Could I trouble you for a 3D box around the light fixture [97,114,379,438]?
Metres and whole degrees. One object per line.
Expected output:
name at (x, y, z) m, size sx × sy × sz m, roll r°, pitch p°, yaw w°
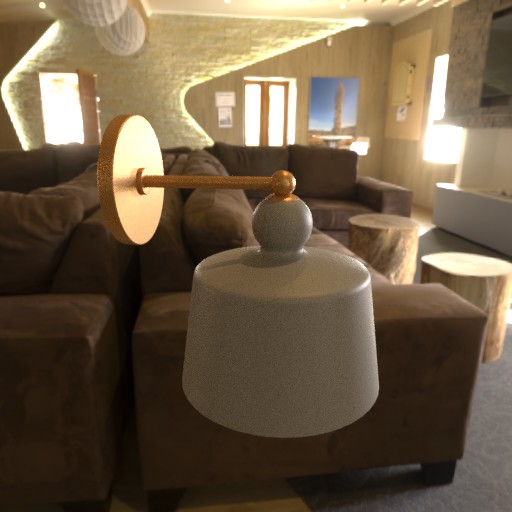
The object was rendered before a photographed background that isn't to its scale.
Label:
light fixture at (0.000, 0.000, 0.438) m, size 0.254 × 0.268 × 0.204 m, roll 2°, pitch 16°, yaw 8°
